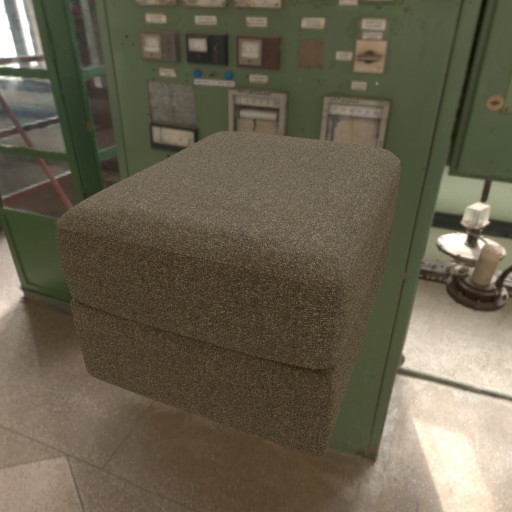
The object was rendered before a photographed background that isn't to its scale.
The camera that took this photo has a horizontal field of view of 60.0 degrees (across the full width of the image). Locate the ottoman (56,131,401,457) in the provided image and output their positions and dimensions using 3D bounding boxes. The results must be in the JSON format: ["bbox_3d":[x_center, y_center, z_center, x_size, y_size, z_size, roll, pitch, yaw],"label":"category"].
[{"bbox_3d":[0.000,0.000,1.133,0.598,0.476,0.742,12,32,20],"label":"ottoman"}]
